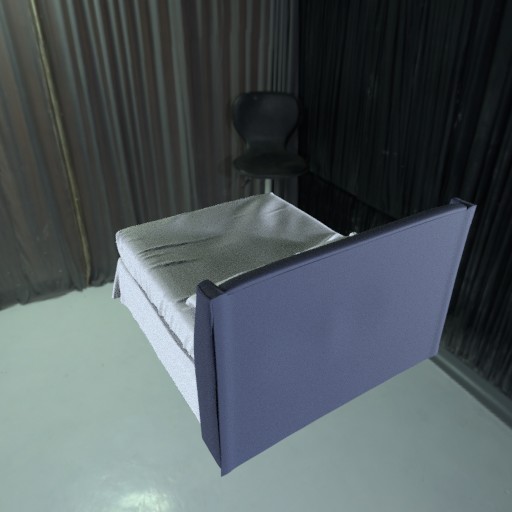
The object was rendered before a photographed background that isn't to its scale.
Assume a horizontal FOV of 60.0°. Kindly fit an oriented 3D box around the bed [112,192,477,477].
[{"bbox_3d":[0.000,0.000,3.511,1.925,1.332,2.276,-18,35,-27],"label":"bed"}]
